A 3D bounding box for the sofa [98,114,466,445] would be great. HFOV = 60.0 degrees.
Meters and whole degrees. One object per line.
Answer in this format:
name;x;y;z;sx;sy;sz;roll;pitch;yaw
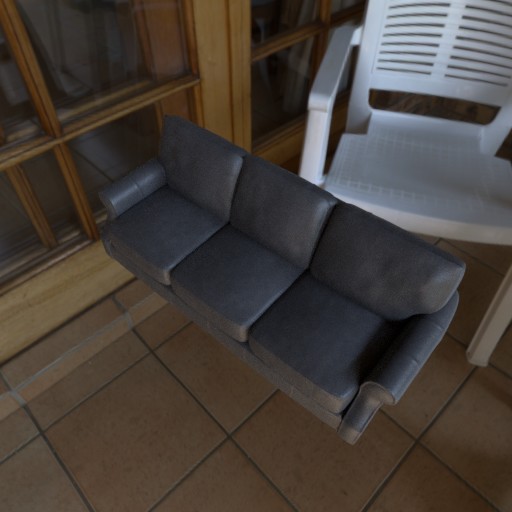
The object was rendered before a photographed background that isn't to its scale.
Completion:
sofa;0.000;0.000;2.886;2.387;0.977;0.974;32;56;26
